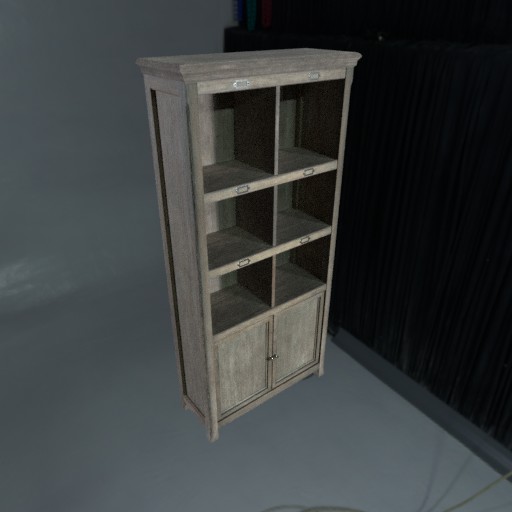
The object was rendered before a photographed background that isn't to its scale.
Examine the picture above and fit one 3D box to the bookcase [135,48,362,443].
[{"bbox_3d":[0.000,0.000,2.271,0.906,1.880,0.348,-20,35,-32],"label":"bookcase"}]
